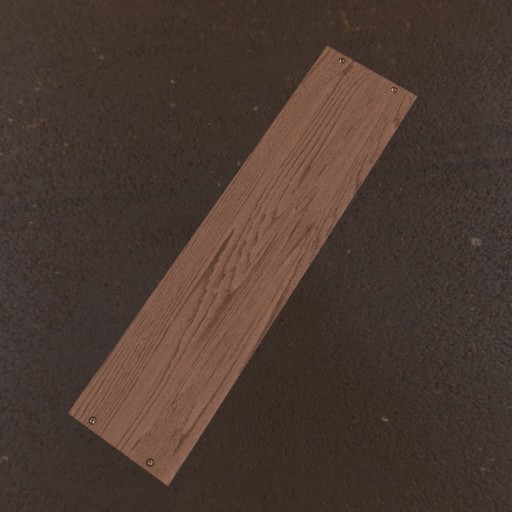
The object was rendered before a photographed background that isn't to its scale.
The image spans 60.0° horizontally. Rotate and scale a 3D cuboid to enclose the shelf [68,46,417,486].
[{"bbox_3d":[0.000,0.000,0.669,0.150,0.170,0.610,33,80,7],"label":"shelf"}]
